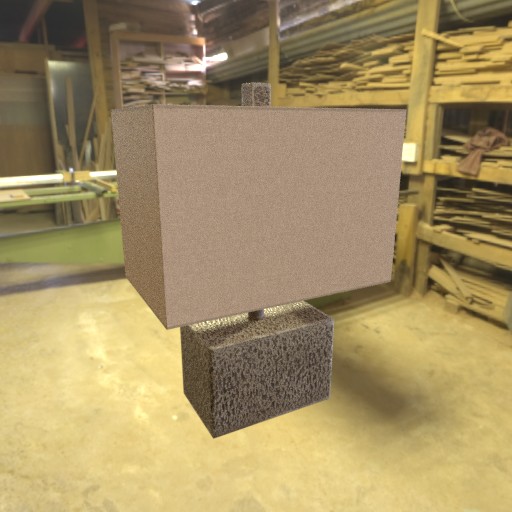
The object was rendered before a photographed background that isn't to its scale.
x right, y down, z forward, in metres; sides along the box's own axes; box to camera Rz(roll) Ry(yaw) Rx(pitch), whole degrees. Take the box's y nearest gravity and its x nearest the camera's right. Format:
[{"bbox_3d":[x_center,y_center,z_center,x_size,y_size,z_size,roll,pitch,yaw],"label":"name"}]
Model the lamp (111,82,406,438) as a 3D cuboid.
[{"bbox_3d":[0.000,0.000,0.566,0.294,0.411,0.180,-9,19,-27],"label":"lamp"}]
